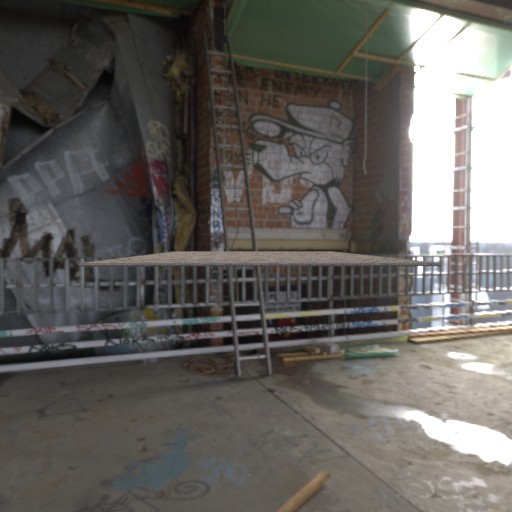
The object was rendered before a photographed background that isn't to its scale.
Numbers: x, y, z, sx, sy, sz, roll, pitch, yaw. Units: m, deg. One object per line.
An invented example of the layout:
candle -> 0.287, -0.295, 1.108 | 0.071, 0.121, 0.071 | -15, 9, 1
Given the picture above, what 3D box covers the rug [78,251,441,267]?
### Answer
rug -> 0.000, 0.000, 3.070 | 1.524, 0.015, 2.438 | 0, 2, -1
